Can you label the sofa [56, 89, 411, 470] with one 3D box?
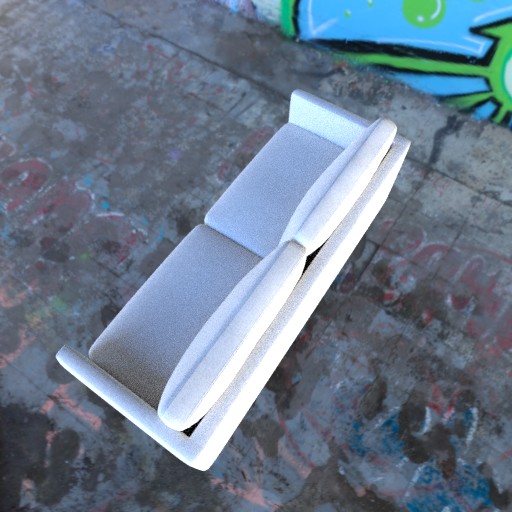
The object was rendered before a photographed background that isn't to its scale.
[{"bbox_3d":[0.000,0.000,2.888,0.948,0.965,2.434,31,66,15],"label":"sofa"}]
